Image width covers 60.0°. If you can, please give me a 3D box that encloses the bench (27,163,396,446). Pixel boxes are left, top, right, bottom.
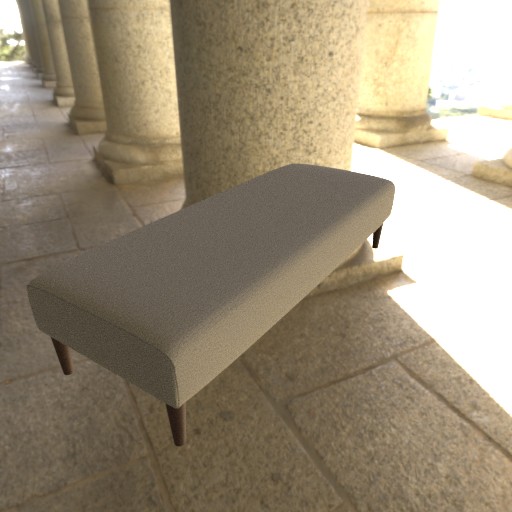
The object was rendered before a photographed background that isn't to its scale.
[{"bbox_3d":[0.000,0.000,1.844,0.646,0.393,1.609,17,32,30],"label":"bench"}]
